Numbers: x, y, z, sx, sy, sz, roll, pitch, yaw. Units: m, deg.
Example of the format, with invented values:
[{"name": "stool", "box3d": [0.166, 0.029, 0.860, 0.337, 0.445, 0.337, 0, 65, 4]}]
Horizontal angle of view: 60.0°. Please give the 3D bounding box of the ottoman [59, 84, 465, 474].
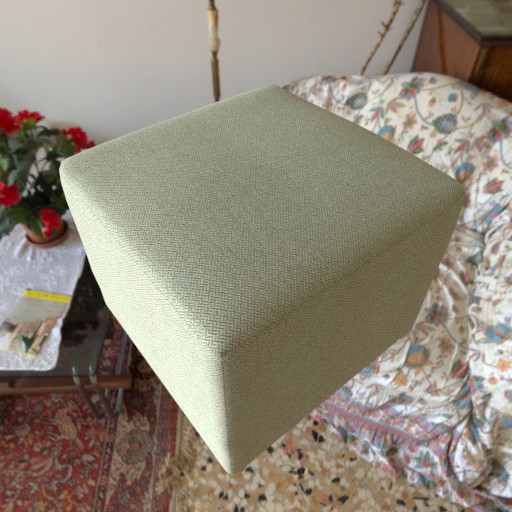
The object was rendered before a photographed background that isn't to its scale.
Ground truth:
[{"name": "ottoman", "box3d": [0.000, 0.000, 0.885, 0.521, 0.453, 0.512, -30, 52, -26]}]
